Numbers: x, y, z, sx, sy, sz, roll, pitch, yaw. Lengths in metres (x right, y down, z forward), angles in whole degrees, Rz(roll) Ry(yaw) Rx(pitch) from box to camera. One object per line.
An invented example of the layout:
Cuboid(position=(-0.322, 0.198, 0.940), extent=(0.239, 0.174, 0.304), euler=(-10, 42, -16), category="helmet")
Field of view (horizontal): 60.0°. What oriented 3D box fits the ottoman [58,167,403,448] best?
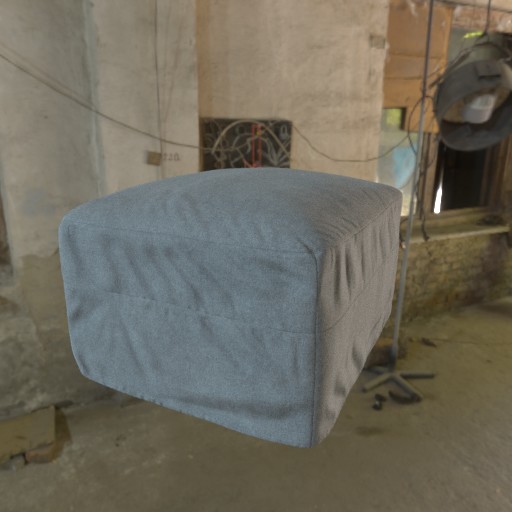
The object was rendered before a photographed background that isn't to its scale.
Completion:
Cuboid(position=(0.000, 0.000, 1.257), extent=(0.683, 0.481, 0.837), euler=(8, 18, 25), category="ottoman")
